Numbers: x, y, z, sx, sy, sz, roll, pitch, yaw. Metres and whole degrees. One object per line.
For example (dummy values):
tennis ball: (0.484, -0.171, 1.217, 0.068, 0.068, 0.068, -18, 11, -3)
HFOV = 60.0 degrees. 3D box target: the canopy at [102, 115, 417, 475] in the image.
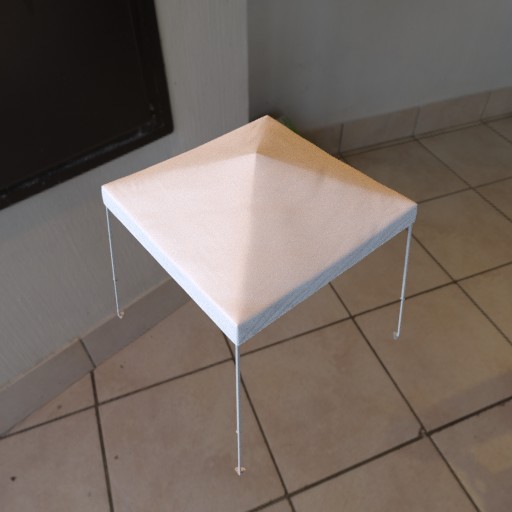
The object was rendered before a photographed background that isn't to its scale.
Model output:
canopy: (0.000, 0.000, 5.269, 2.849, 2.849, 2.848, -31, 54, -26)
